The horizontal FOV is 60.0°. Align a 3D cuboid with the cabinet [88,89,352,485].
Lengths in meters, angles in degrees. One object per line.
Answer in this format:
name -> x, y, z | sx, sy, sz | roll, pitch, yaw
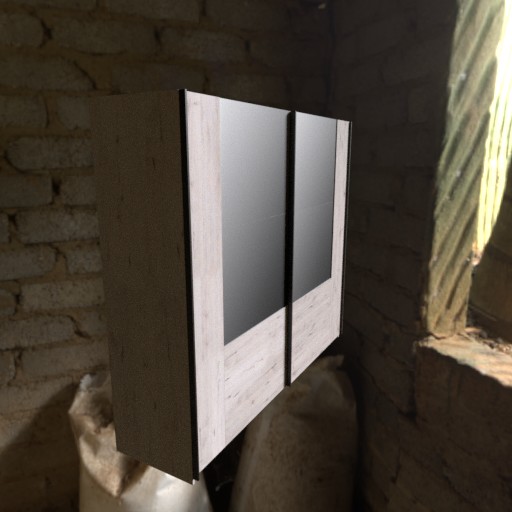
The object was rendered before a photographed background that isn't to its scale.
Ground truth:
cabinet -> 0.000, 0.000, 3.539 | 0.660, 2.180, 2.500 | 7, 15, 29
